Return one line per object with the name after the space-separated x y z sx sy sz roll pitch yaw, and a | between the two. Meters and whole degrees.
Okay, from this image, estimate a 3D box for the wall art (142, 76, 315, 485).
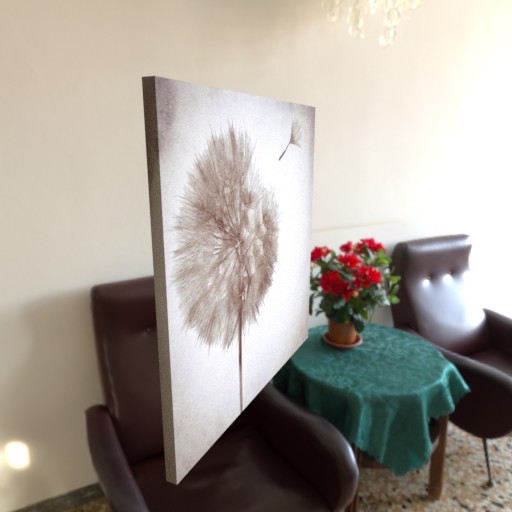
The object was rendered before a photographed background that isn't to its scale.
0.000 0.000 1.122 0.027 0.762 0.762 7 16 25 | wall art
